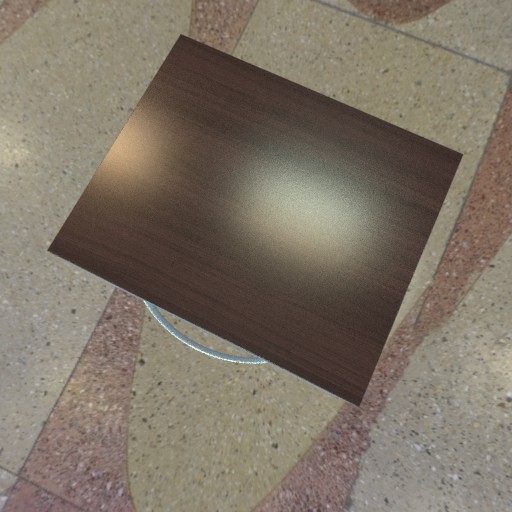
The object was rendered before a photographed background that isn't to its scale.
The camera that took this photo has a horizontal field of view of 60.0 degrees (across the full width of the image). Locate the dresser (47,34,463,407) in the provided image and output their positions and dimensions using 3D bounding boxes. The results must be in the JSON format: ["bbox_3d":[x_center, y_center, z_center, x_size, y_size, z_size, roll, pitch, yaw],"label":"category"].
[{"bbox_3d":[0.000,0.000,0.764,0.400,0.470,0.360,25,78,6],"label":"dresser"}]
